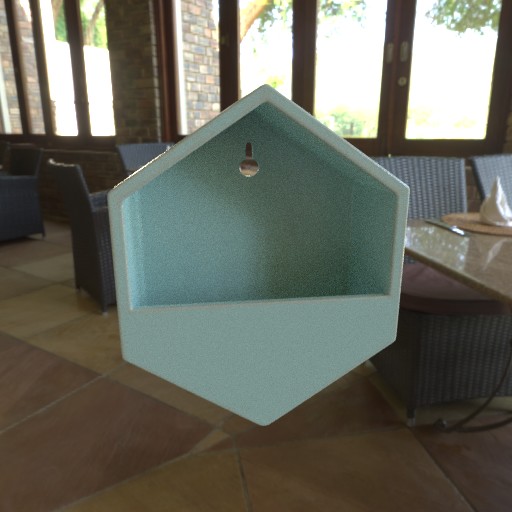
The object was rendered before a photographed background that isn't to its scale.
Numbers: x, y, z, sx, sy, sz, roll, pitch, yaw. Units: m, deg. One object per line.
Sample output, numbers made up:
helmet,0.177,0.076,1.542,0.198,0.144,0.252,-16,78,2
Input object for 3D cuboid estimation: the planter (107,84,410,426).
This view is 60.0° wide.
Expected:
planter,0.000,0.000,0.293,0.169,0.207,0.078,-2,16,-8
